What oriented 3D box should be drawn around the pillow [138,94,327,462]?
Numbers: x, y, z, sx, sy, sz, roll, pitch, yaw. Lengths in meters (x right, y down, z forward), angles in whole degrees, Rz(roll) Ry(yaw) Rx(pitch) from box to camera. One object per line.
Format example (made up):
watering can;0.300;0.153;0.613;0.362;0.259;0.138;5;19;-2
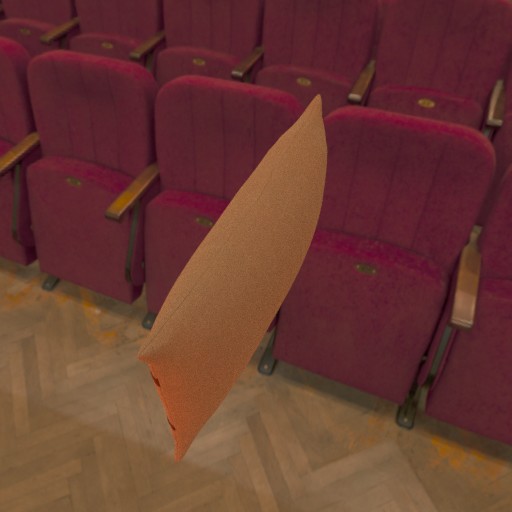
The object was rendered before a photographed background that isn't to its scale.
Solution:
pillow;0.000;0.000;0.745;0.148;0.308;0.612;17;50;15
